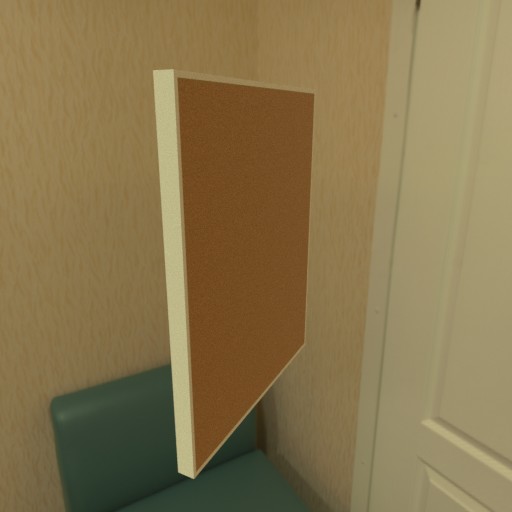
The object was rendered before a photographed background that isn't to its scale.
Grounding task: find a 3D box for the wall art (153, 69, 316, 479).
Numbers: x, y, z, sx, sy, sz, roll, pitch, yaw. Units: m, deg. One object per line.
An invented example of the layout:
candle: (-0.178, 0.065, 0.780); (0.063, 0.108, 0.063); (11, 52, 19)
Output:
wall art: (0.000, 0.000, 0.752); (0.030, 0.549, 0.443); (9, 20, 26)
